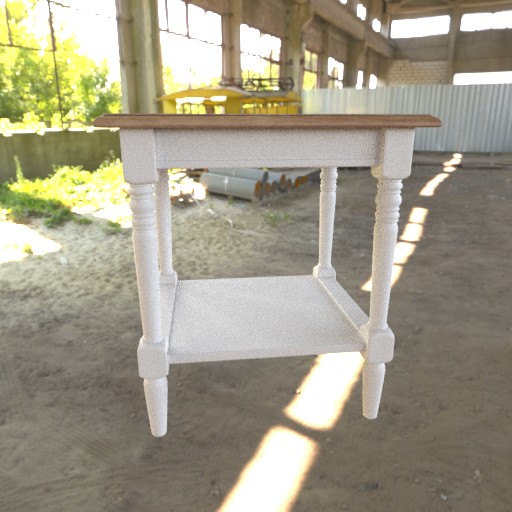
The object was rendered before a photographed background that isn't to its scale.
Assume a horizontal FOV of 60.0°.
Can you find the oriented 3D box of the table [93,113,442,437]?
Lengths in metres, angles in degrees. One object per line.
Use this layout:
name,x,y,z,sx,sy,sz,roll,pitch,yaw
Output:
table,0.000,0.000,0.931,0.508,0.561,0.457,-2,17,-7
